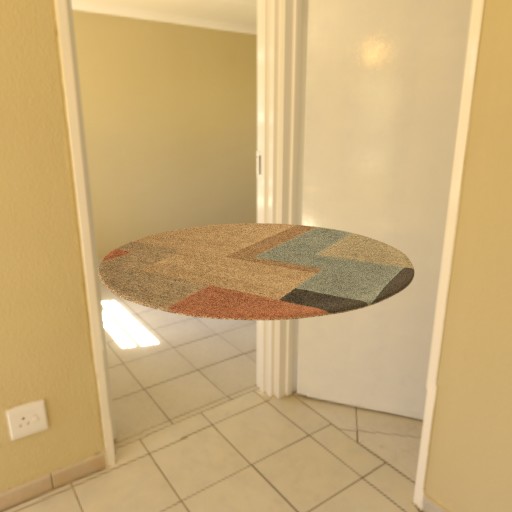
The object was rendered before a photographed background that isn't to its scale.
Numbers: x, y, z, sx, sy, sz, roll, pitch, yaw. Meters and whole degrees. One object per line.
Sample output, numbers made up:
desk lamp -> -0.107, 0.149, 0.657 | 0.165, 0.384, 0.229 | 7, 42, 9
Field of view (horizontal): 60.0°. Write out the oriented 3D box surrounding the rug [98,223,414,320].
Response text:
rug -> 0.000, 0.000, 3.643 | 2.461, 0.033, 2.461 | 0, 16, 0
